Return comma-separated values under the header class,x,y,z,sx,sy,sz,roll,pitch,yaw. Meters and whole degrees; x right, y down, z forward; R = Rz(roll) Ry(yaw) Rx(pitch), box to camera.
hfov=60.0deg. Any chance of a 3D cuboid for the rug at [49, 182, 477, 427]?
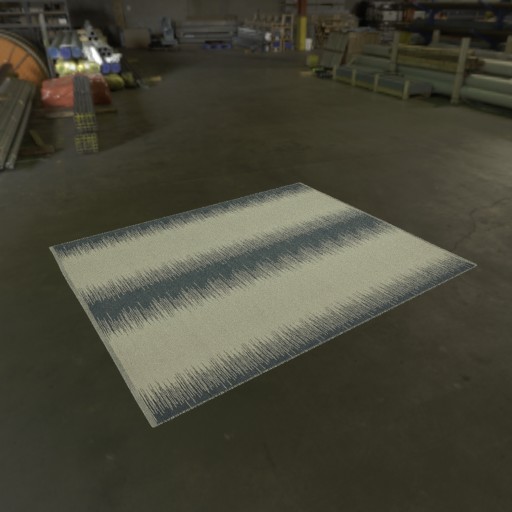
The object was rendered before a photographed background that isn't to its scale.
class,x,y,z,sx,sy,sz,roll,pitch,yaw
rug,0.000,0.000,4.008,3.037,0.004,2.453,-19,35,-29
